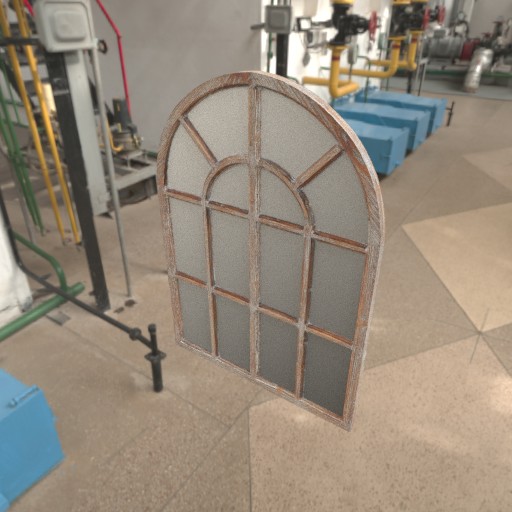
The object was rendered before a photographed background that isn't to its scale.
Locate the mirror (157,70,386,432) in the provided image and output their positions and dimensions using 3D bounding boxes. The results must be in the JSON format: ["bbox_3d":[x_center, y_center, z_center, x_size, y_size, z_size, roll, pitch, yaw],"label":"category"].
[{"bbox_3d":[0.000,0.000,1.186,0.660,0.920,0.032,19,35,29],"label":"mirror"}]
